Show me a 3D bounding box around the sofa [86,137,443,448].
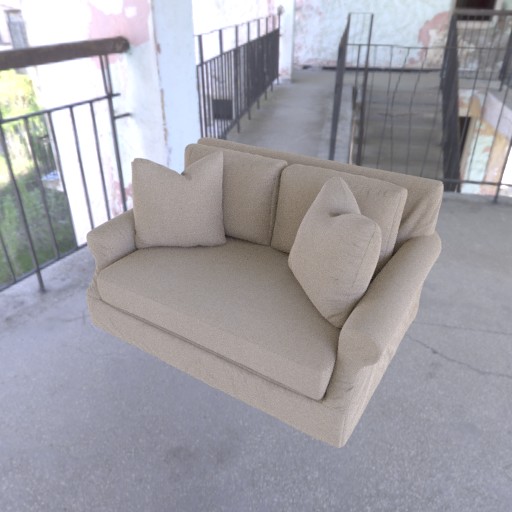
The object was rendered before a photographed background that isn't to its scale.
[{"bbox_3d":[0.000,0.000,2.200,1.550,0.905,1.070,18,35,28],"label":"sofa"}]
